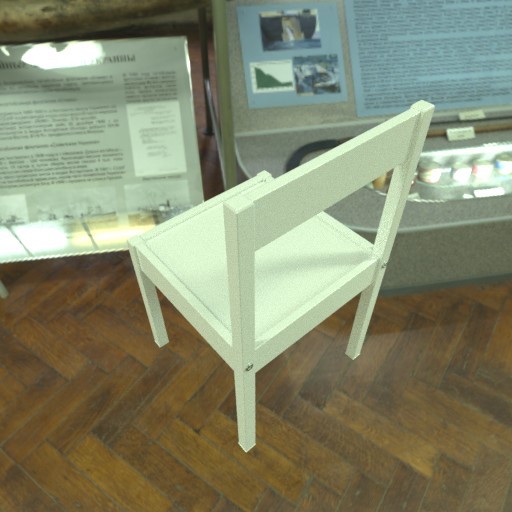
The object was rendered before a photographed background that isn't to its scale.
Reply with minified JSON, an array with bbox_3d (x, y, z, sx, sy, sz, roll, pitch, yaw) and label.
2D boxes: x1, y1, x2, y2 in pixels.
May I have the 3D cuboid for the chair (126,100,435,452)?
[{"bbox_3d":[0.000,0.000,0.680,0.285,0.505,0.285,-31,53,-27],"label":"chair"}]
